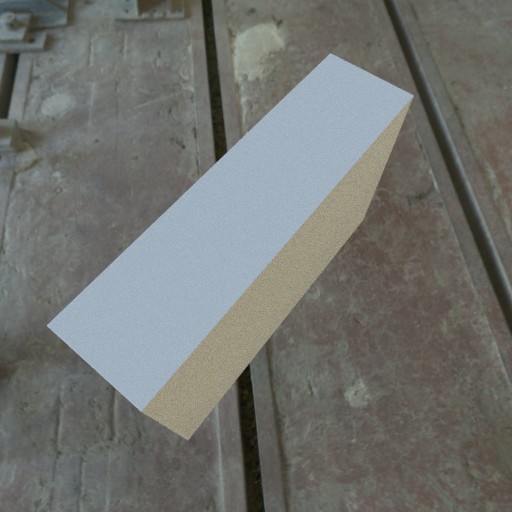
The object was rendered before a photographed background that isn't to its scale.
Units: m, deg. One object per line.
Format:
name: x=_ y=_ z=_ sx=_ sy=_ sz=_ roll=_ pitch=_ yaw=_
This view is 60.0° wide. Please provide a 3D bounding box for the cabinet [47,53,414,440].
cabinet: x=0.000 y=0.000 z=1.872 sx=0.380 sy=0.900 sz=1.450 roll=35 pitch=68 yaw=16
